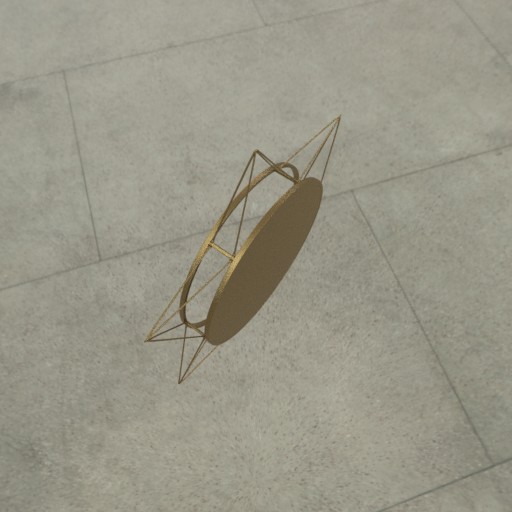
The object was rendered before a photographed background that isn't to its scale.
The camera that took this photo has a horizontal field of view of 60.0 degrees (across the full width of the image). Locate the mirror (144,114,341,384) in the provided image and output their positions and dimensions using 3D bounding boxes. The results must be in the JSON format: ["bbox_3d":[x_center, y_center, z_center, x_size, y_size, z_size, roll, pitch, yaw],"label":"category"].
[{"bbox_3d":[0.000,0.000,0.805,0.062,0.581,0.498,33,68,15],"label":"mirror"}]
